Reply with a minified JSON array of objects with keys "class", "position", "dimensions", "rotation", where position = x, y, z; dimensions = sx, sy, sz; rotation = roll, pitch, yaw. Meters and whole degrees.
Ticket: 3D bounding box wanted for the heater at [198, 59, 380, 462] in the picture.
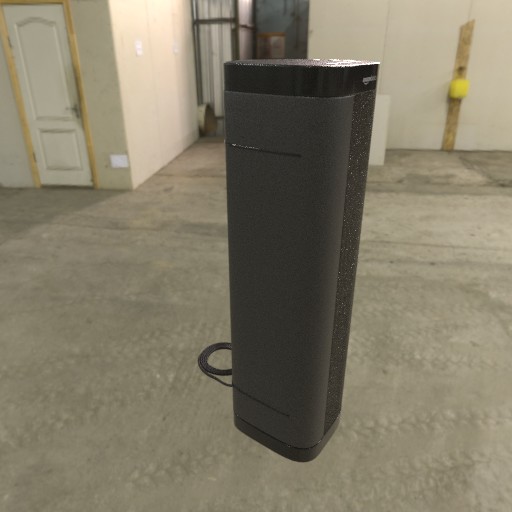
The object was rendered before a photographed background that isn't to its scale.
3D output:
[{"class":"heater","position":[0.000,0.000,0.680],"dimensions":[0.312,0.552,0.174],"rotation":[17,31,32]}]
